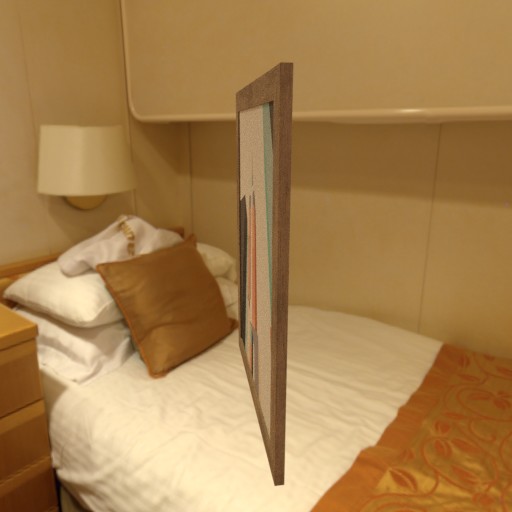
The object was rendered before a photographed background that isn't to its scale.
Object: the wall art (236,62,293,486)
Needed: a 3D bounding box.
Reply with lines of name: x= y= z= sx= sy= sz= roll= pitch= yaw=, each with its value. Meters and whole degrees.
wall art: x=0.000 y=0.000 z=0.936 sx=0.018 sy=0.686 sz=0.534 roll=-2 pitch=16 yaw=-9
